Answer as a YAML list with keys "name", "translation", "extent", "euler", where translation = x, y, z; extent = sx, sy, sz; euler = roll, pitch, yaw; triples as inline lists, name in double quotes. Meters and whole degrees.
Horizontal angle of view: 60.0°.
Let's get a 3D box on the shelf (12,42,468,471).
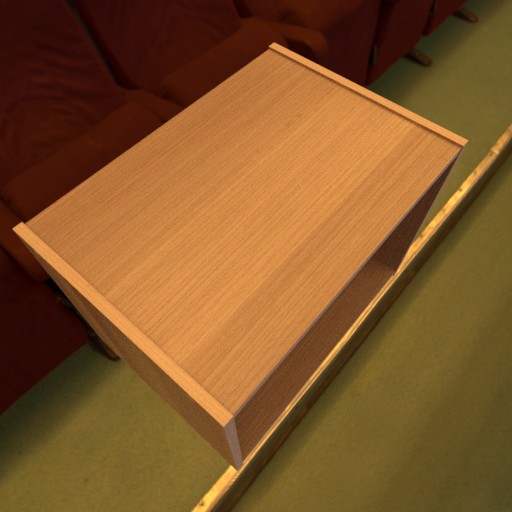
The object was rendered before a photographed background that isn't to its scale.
- name: "shelf"
  translation: [0.000, 0.000, 0.607]
  extent: [0.290, 0.305, 0.415]
  euler: [36, 65, 20]
